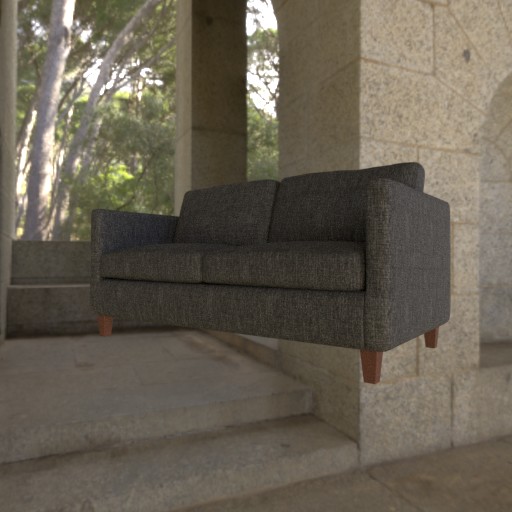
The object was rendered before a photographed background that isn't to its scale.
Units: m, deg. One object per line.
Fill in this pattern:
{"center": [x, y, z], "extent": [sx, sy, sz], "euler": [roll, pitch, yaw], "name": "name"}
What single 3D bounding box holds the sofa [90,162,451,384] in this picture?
{"center": [0.000, 0.000, 2.509], "extent": [1.884, 0.963, 0.950], "euler": [0, 0, 36], "name": "sofa"}
